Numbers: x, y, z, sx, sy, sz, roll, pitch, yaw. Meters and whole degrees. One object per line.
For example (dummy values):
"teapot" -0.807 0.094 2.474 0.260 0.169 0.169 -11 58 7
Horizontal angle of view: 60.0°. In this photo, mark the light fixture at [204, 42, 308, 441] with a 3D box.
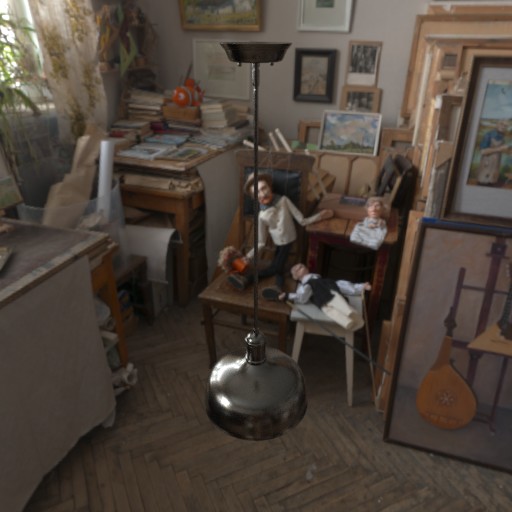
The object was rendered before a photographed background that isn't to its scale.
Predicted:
"light fixture" 0.000 0.000 1.078 0.299 0.935 0.299 -9 29 -17
